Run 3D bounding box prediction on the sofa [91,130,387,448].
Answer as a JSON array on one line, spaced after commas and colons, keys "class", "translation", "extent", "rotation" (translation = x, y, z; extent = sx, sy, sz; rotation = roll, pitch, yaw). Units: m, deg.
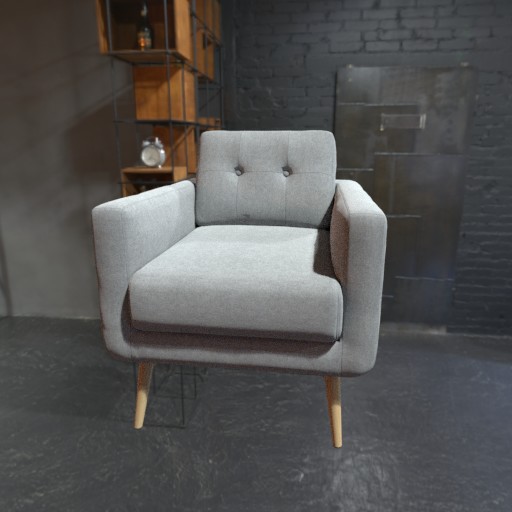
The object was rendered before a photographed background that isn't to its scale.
[{"class": "sofa", "translation": [0.000, 0.000, 1.555], "extent": [0.770, 0.860, 0.920], "rotation": [2, 15, 8]}]
